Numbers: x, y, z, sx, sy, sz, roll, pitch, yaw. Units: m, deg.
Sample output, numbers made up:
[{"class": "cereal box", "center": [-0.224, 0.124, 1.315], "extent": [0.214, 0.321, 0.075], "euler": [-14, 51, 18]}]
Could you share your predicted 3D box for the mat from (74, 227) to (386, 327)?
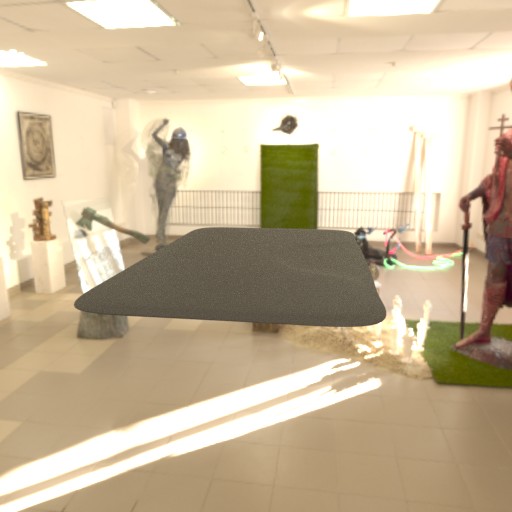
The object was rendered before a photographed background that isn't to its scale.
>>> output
[{"class": "mat", "center": [0.000, 0.000, 1.898], "extent": [0.918, 0.013, 1.524], "euler": [2, 13, 8]}]
